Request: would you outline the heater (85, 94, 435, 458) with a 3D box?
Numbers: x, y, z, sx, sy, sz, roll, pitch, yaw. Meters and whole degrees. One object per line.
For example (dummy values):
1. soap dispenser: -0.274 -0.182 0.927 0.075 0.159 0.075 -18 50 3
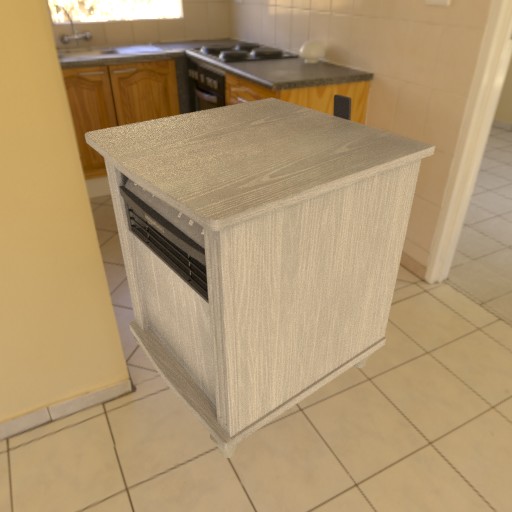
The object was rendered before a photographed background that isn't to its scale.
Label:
1. heater: 0.000 0.000 0.761 0.400 0.481 0.362 -22 39 -31
